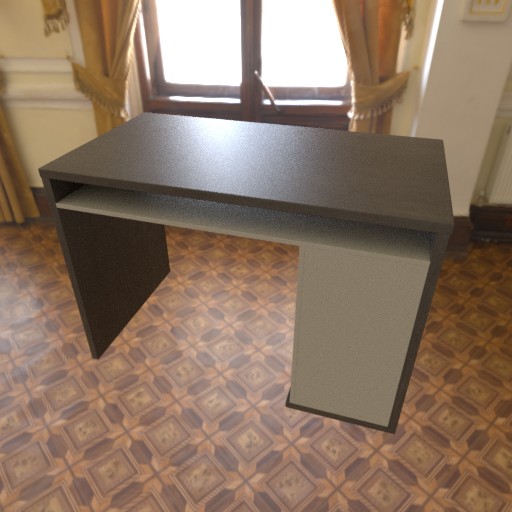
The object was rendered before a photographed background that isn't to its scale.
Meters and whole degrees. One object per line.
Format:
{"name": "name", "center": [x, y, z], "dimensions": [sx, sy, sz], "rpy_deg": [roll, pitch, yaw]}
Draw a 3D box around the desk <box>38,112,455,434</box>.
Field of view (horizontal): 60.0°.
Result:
{"name": "desk", "center": [0.000, 0.000, 1.555], "dimensions": [1.100, 0.750, 0.600], "rpy_deg": [10, 34, 14]}
